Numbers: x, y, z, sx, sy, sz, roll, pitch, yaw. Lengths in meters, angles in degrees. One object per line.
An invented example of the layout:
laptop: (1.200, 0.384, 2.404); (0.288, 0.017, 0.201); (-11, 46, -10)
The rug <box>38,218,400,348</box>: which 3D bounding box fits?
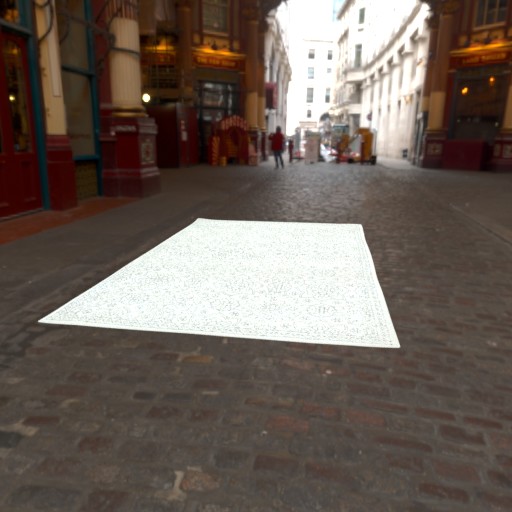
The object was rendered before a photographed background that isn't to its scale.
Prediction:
rug: (0.000, 0.000, 2.948); (1.518, 0.023, 2.434); (3, 16, 9)
